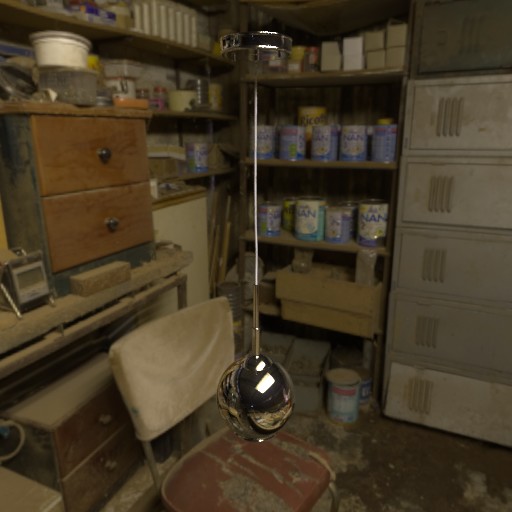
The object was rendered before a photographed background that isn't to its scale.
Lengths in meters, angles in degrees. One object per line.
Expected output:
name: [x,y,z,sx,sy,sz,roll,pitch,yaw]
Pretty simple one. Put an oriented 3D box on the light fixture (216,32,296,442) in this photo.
light fixture: [0.000,0.000,1.724,0.336,1.538,0.336,8,17,26]
